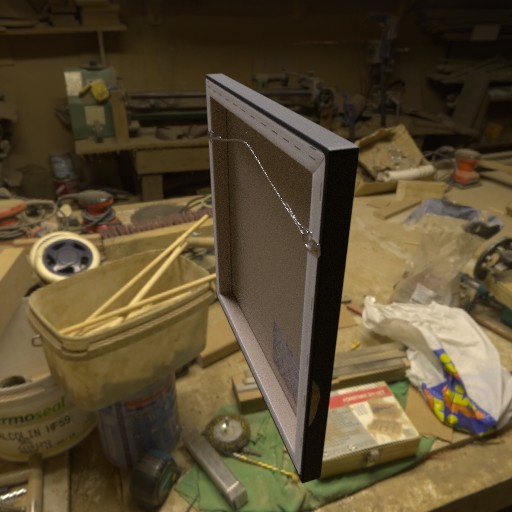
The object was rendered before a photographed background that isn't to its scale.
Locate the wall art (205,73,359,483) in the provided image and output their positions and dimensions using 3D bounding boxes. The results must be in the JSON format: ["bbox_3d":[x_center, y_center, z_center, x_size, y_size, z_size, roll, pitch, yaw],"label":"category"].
[{"bbox_3d":[0.000,0.000,0.897,0.043,0.611,0.610,-10,31,-16],"label":"wall art"}]
